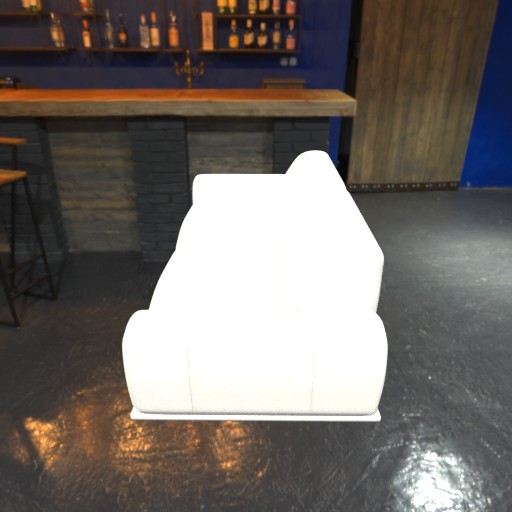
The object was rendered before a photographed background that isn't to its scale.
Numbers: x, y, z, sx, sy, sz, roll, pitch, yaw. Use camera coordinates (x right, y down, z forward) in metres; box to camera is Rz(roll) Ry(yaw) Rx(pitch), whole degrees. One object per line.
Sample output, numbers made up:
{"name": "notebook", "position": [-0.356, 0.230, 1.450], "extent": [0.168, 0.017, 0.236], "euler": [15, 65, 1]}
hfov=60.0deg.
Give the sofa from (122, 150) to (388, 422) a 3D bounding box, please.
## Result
{"name": "sofa", "position": [0.000, 0.000, 2.310], "extent": [0.900, 0.772, 1.901], "euler": [0, 26, 1]}
